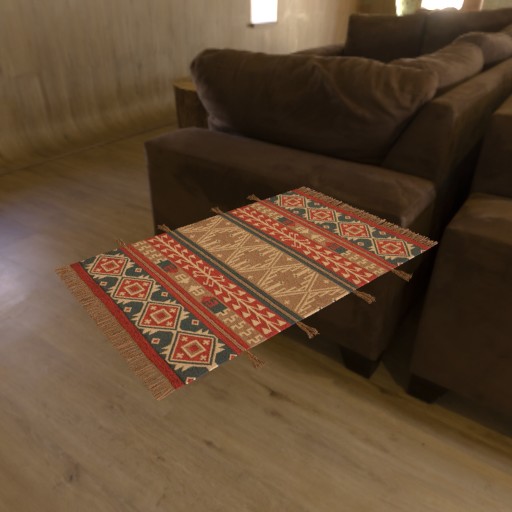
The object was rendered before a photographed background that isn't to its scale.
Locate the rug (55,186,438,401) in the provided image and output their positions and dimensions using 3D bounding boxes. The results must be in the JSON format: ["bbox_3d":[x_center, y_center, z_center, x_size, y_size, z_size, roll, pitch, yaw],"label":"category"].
[{"bbox_3d":[0.000,0.000,2.686,2.025,0.040,1.469,-23,38,-33],"label":"rug"}]
